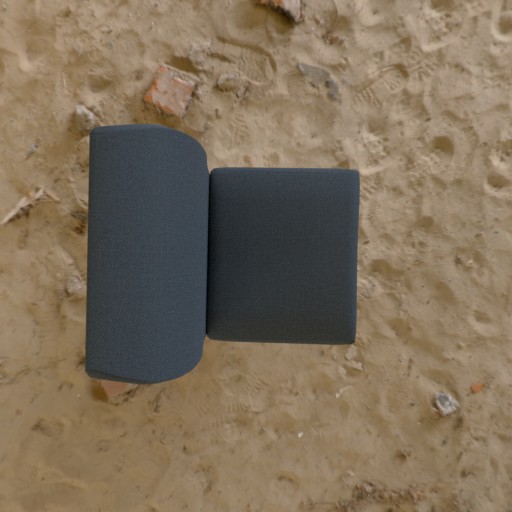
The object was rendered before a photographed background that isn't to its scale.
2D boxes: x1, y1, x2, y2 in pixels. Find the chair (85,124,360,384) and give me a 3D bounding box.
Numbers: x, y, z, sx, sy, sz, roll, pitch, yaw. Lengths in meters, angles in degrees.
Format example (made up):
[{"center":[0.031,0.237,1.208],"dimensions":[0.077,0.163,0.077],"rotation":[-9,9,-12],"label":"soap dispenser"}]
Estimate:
[{"center":[0.000,0.000,1.168],"dimensions":[0.592,0.804,0.513],"rotation":[0,90,1],"label":"chair"}]
